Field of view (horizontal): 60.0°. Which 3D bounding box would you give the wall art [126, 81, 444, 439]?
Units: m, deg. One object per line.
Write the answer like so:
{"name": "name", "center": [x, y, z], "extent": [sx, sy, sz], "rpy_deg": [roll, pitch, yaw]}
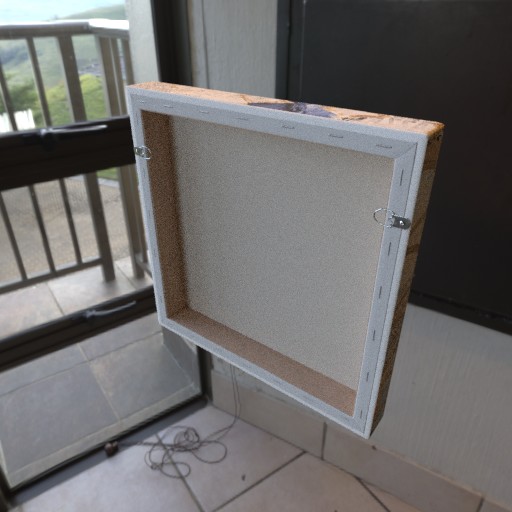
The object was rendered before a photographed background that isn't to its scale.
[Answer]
{"name": "wall art", "center": [0.000, 0.000, 0.452], "extent": [0.303, 0.304, 0.036], "rpy_deg": [21, 36, 31]}
